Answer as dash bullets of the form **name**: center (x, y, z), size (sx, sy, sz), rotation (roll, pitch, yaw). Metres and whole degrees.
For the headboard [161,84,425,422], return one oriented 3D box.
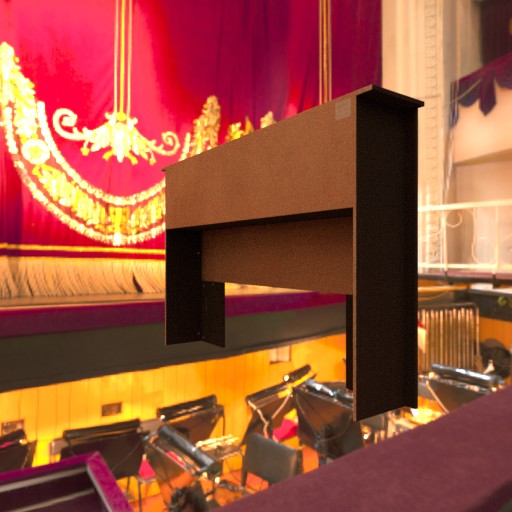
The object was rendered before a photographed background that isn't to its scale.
- **headboard**: center (0.000, 0.000, 2.169), size (0.279, 1.092, 1.671), rotation (0, 0, -35)
